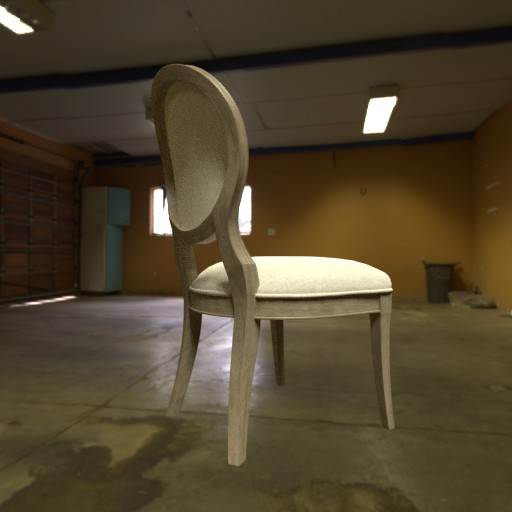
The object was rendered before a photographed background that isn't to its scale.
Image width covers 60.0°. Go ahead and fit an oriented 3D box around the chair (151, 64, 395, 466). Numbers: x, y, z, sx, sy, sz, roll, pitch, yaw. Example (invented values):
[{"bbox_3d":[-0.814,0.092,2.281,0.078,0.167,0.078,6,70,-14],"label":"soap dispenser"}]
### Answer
[{"bbox_3d":[0.000,0.000,1.323,0.602,0.990,0.558,0,0,-34],"label":"chair"}]
